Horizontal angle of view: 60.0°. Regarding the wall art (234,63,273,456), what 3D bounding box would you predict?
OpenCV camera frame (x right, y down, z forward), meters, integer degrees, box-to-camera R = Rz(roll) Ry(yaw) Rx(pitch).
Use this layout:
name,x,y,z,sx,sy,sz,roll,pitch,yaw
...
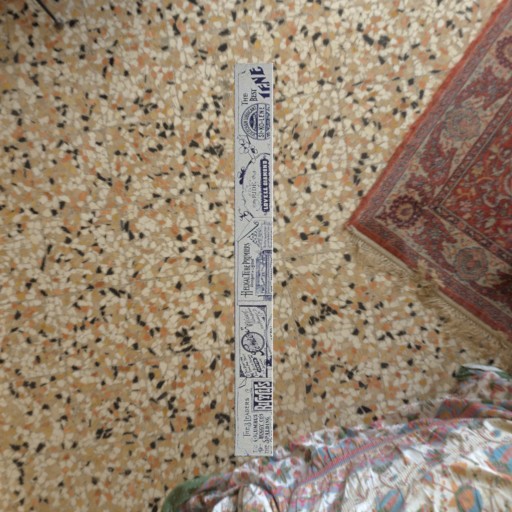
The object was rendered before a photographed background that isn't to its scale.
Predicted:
name,x,y,z,sx,sy,sz,roll,pitch,yaw
wall art,0.000,0.000,0.759,0.040,0.601,0.408,0,91,0
